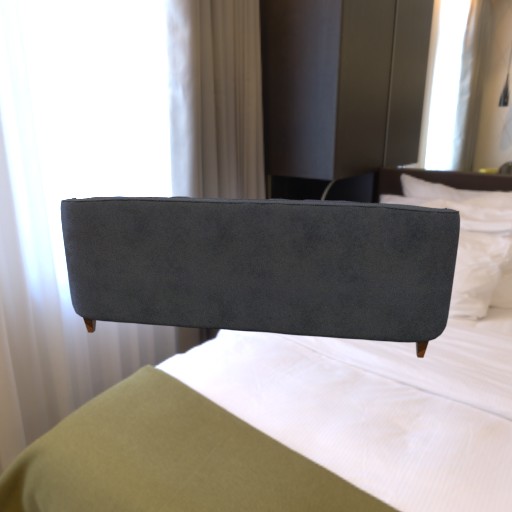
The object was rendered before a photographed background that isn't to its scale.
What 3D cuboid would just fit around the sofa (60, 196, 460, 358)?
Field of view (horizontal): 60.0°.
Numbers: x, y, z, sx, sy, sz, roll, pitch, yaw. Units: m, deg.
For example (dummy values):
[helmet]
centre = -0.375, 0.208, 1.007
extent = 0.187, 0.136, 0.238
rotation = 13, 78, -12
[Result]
[sofa]
centre = 0.000, 0.000, 2.798
extent = 2.278, 0.855, 0.941
rotation = 3, 17, 9
